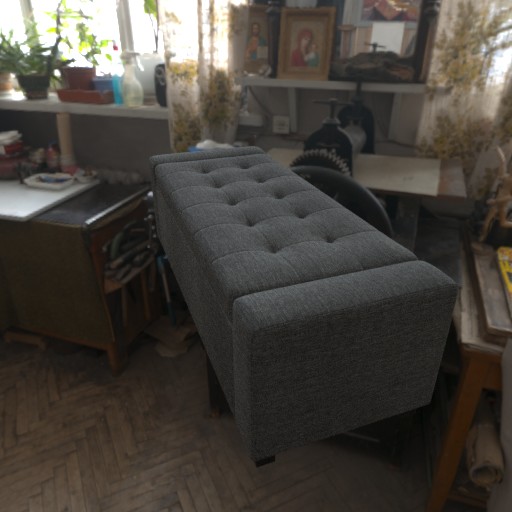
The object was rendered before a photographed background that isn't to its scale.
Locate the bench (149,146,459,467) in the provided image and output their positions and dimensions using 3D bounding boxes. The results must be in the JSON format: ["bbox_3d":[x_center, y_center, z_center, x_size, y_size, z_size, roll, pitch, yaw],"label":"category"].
[{"bbox_3d":[0.000,0.000,1.541,0.508,0.445,1.296,-10,30,-18],"label":"bench"}]
